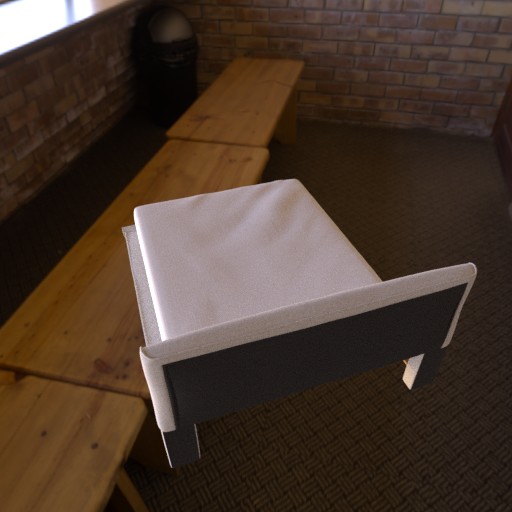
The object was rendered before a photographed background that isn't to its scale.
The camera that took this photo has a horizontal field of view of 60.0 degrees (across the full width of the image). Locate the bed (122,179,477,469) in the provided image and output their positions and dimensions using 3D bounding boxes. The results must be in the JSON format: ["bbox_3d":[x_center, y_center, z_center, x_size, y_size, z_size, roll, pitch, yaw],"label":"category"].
[{"bbox_3d":[0.000,0.000,3.560,1.980,1.126,2.498,-12,41,-14],"label":"bed"}]
